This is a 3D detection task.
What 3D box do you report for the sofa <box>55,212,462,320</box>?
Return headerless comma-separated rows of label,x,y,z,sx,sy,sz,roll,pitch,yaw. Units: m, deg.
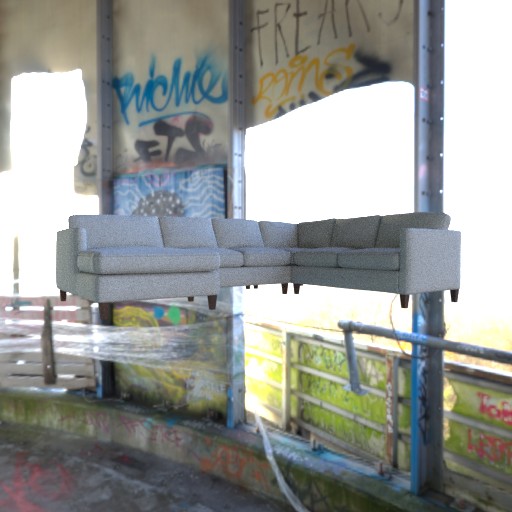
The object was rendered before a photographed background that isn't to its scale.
sofa,0.000,0.000,4.637,3.460,0.959,2.593,-1,1,-35
